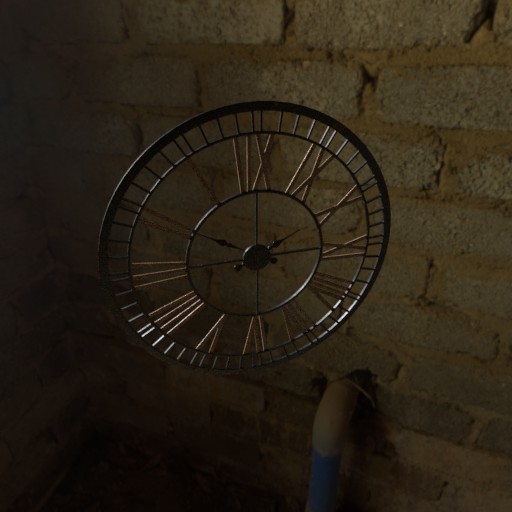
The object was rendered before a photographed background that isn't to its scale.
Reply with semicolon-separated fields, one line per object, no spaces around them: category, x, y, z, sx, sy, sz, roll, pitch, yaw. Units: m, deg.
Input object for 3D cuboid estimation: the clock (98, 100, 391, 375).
clock;0.000;0.000;1.256;0.843;0.843;0.025;-8;30;-15
